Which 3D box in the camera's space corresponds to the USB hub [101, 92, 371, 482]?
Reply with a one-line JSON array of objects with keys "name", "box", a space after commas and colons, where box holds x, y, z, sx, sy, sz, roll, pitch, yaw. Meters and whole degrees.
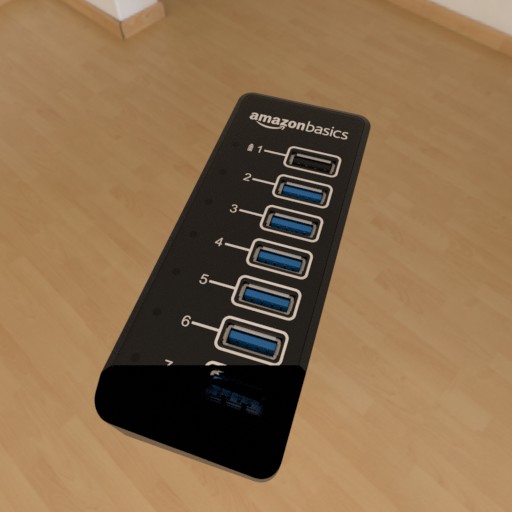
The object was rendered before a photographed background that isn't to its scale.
[{"name": "USB hub", "box": [0.000, 0.000, 0.128, 0.044, 0.023, 0.110, 15, 60, 9]}]
